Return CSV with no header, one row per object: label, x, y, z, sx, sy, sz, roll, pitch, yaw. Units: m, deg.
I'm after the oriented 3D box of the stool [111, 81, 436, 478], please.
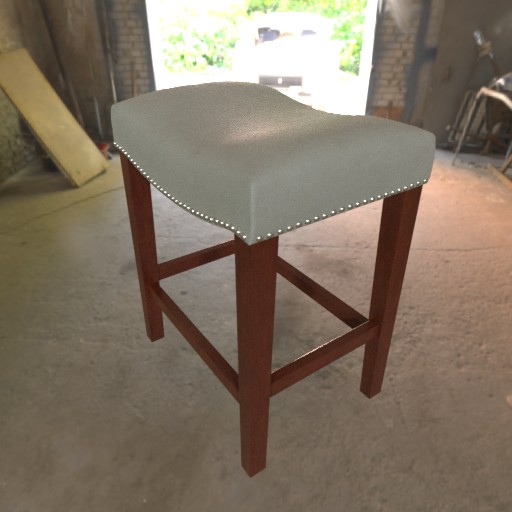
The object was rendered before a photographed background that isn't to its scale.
stool,0.000,0.000,0.943,0.375,0.632,0.509,-20,37,-29
